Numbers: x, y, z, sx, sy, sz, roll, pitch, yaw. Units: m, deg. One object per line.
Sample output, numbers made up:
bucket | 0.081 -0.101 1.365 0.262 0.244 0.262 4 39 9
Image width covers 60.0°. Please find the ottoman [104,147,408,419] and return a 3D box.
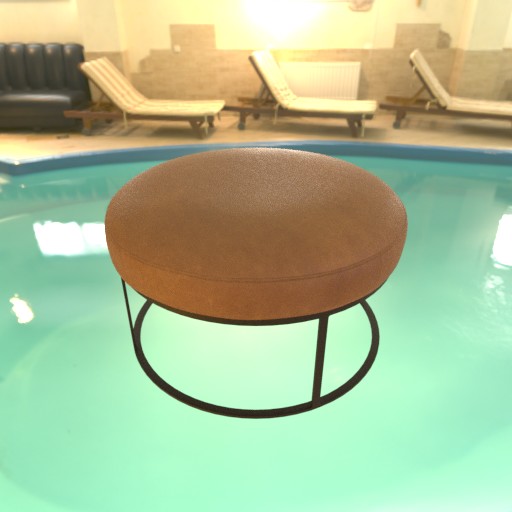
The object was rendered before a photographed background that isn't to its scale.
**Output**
ottoman | 0.000 0.000 1.246 0.771 0.460 0.771 0 30 0
